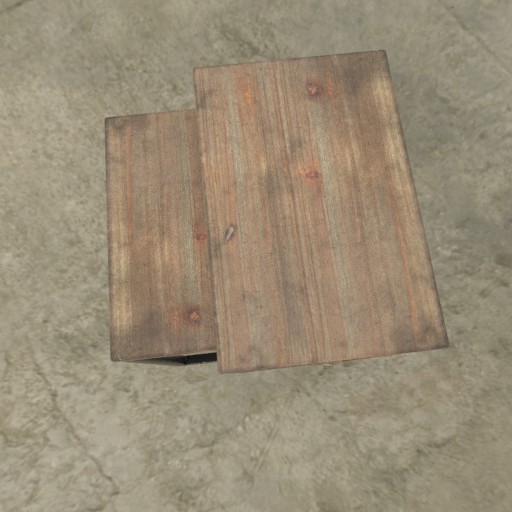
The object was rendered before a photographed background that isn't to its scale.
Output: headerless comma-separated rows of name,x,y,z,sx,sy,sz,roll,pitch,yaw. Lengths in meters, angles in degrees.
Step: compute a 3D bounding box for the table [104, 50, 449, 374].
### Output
table,0.000,0.000,0.904,0.460,0.615,0.456,-4,75,-1
